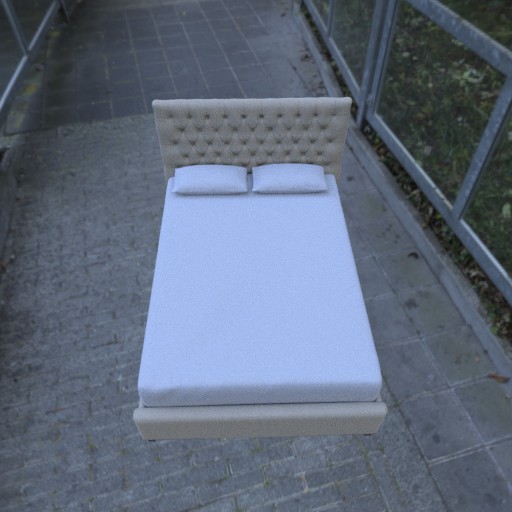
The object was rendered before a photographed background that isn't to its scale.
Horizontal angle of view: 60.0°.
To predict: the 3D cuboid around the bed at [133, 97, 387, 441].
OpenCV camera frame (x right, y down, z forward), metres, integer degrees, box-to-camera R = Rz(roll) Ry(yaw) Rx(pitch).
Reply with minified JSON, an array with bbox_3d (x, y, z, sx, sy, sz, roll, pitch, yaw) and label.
[{"bbox_3d":[0.000,0.000,3.497,1.698,1.427,2.387,-1,48,-1],"label":"bed"}]
